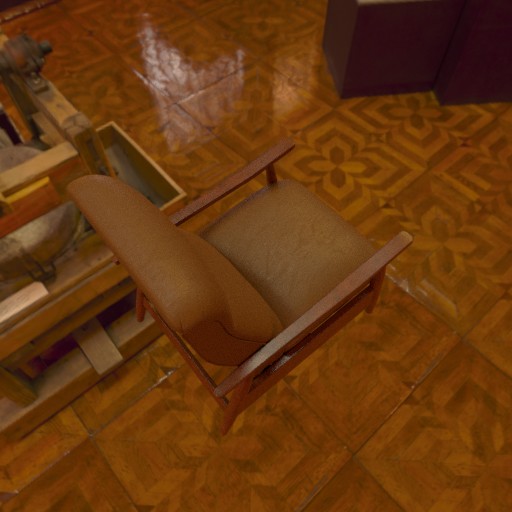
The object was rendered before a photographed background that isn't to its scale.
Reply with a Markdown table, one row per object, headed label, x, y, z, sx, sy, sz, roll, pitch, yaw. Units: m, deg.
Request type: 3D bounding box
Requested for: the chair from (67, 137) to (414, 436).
| label | x | y | z | sx | sy | sz | roll | pitch | yaw |
| --- | --- | --- | --- | --- | --- | --- | --- | --- | --- |
| chair | 0.000 | 0.000 | 1.814 | 1.014 | 1.082 | 0.762 | -34 | 63 | -20 |
